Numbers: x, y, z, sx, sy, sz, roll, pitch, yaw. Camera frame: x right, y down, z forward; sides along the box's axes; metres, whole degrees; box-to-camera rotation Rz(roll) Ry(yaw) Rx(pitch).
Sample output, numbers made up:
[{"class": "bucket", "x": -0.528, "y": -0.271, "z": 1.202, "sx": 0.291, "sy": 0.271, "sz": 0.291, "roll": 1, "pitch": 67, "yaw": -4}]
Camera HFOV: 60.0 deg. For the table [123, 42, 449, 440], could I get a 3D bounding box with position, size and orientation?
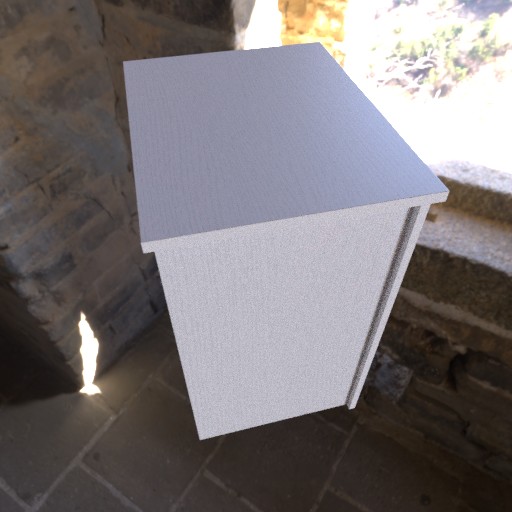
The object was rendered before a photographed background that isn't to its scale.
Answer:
[{"class": "table", "x": 0.000, "y": 0.000, "z": 0.909, "sx": 0.381, "sy": 0.635, "sz": 0.480, "roll": -10, "pitch": 48, "yaw": -9}]
